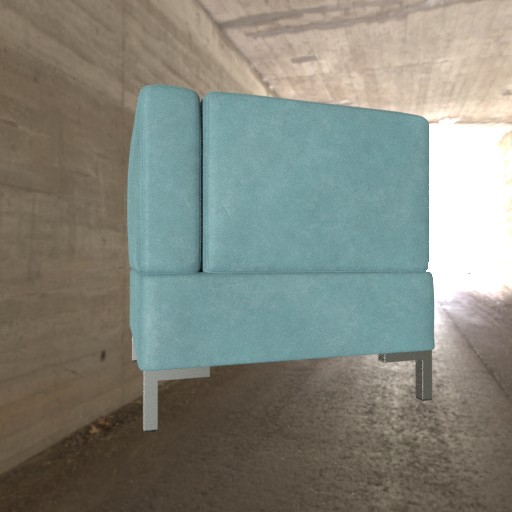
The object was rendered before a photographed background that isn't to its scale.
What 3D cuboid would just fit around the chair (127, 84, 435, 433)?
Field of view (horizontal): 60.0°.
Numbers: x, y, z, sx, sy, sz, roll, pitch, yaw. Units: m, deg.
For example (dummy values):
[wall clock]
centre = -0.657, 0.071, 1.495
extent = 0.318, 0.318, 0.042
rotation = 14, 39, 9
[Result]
[chair]
centre = 0.000, 0.000, 1.224
extent = 0.680, 0.660, 0.680
rotation = 0, -1, -18
